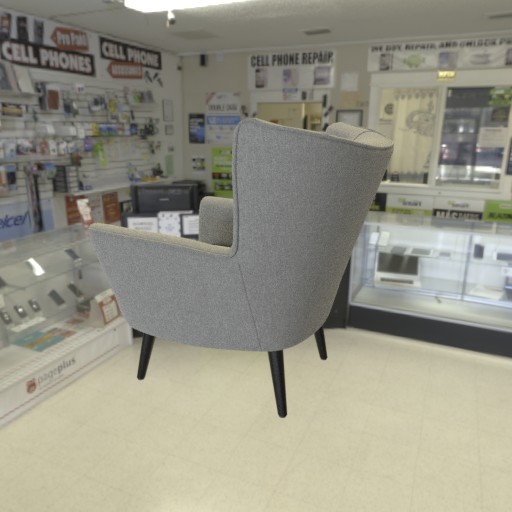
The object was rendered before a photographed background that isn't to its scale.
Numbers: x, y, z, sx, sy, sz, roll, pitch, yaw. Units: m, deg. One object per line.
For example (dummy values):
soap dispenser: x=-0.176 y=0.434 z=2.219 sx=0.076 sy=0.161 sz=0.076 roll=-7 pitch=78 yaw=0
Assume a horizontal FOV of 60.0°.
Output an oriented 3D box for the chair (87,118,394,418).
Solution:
chair: x=0.000 y=0.000 z=1.600 sx=0.888 sy=0.933 sz=0.781 roll=8 pitch=18 yaw=26
